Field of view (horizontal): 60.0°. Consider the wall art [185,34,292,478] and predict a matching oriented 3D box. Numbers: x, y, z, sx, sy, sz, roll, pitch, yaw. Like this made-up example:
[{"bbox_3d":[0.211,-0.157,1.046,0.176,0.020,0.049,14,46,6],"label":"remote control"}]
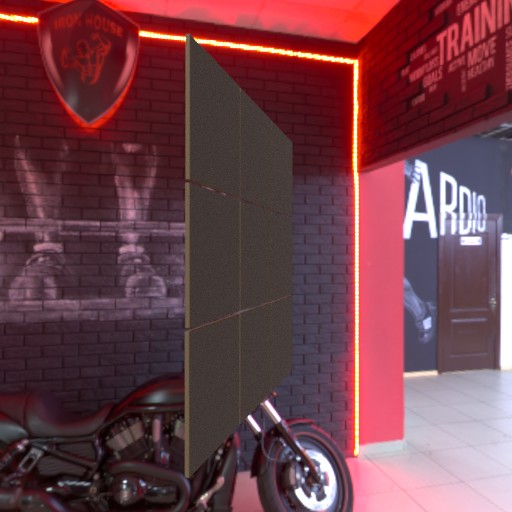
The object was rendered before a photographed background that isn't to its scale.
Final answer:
[{"bbox_3d":[0.000,0.000,2.243,0.017,1.521,1.527,0,0,18],"label":"wall art"}]
